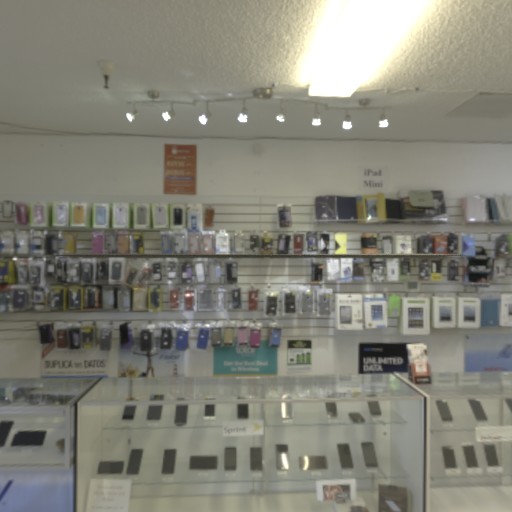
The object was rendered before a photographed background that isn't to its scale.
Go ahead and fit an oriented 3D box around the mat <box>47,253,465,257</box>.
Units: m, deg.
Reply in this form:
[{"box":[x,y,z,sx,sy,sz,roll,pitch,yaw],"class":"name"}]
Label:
[{"box":[0.000,0.000,1.886,1.524,0.013,0.913,0,0,-1],"class":"mat"}]
